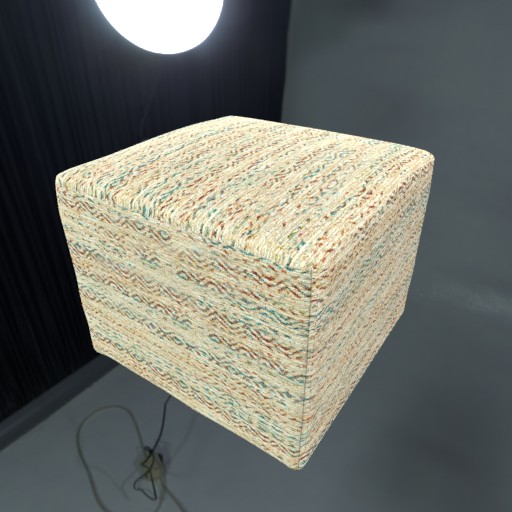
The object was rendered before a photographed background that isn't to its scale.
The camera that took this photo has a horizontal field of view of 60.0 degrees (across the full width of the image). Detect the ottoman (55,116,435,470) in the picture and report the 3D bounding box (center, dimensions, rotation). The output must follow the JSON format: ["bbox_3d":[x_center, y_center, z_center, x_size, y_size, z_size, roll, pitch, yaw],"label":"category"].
[{"bbox_3d":[0.000,0.000,0.904,0.521,0.453,0.512,20,36,29],"label":"ottoman"}]
